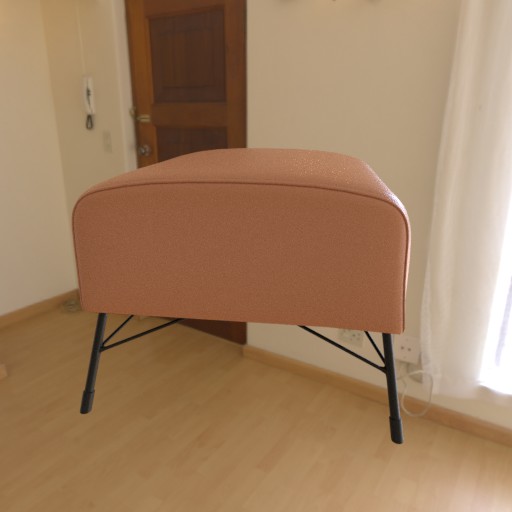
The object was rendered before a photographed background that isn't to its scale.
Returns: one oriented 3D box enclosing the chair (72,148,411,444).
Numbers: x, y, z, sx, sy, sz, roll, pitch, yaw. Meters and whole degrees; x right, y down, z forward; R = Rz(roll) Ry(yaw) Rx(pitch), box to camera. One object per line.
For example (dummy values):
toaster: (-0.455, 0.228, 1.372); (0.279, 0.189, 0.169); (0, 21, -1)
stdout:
chair: (0.000, 0.000, 0.895); (0.530, 0.410, 0.530); (2, 18, 8)
